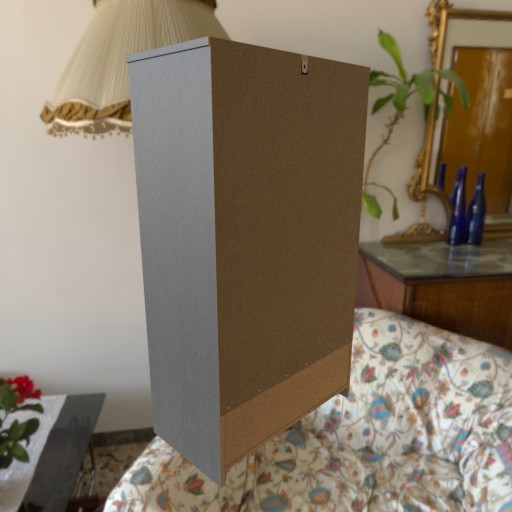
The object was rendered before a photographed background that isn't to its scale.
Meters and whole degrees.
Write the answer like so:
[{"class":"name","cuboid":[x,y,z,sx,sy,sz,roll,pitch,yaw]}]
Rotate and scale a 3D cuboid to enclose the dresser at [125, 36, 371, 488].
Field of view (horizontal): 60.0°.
[{"class":"dresser","cuboid":[0.000,0.000,1.551,0.399,1.255,0.704,15,21,43]}]
